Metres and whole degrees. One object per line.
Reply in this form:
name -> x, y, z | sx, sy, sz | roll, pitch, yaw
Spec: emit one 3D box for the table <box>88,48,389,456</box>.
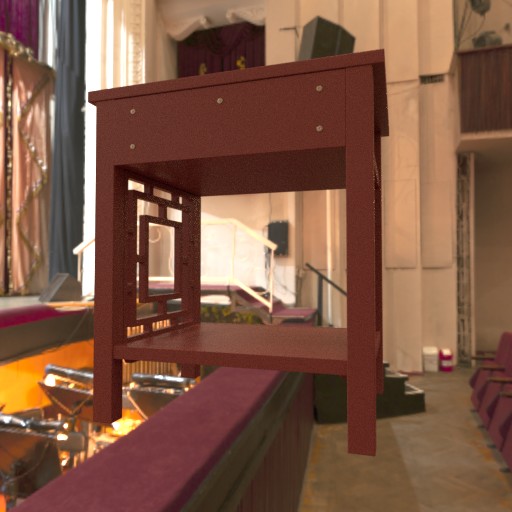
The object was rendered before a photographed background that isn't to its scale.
table -> 0.000, 0.000, 1.045 | 0.599, 0.686, 0.451 | -1, -2, 18
